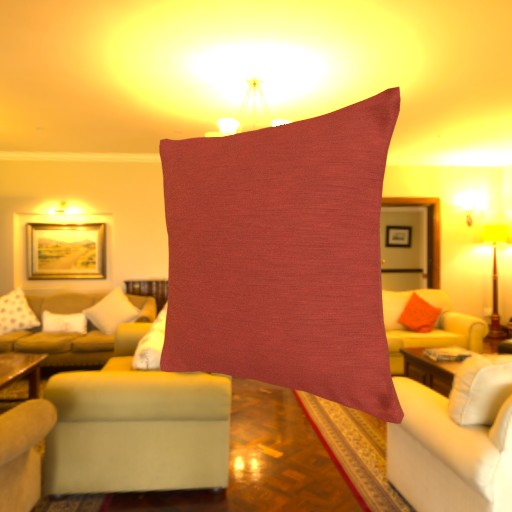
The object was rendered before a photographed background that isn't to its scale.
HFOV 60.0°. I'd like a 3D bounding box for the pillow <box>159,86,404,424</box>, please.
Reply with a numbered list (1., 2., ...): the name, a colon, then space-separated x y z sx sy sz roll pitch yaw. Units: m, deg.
1. pillow: 0.000 0.000 0.664 0.435 0.416 0.151 0 0 36
